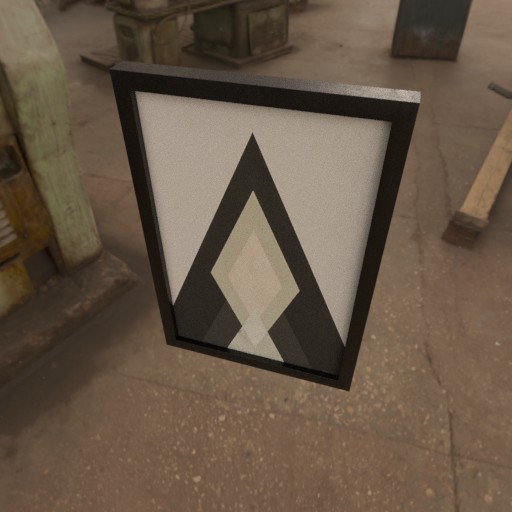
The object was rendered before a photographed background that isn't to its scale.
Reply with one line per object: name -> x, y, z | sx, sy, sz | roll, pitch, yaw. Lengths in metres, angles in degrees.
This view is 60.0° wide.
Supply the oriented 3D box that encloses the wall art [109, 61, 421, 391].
wall art -> 0.000, 0.000, 0.587 | 0.313, 0.457, 0.031 | 11, 42, 13
